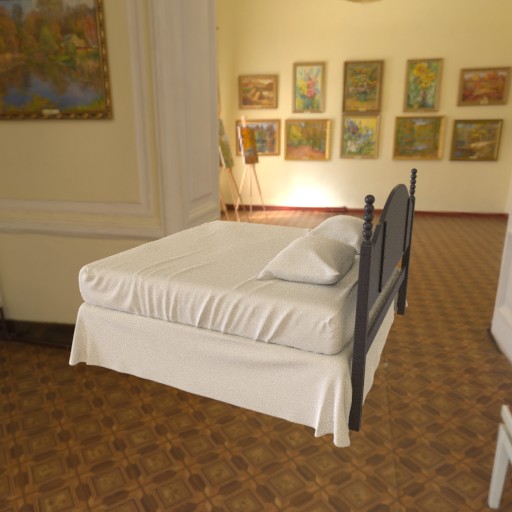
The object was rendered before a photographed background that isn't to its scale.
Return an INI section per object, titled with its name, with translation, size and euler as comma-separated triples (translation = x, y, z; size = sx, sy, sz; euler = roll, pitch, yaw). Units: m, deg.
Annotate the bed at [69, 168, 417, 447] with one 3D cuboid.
[bed]
translation = 0.000, 0.000, 3.634
size = 2.219, 1.355, 2.322
euler = 7, 17, 24
